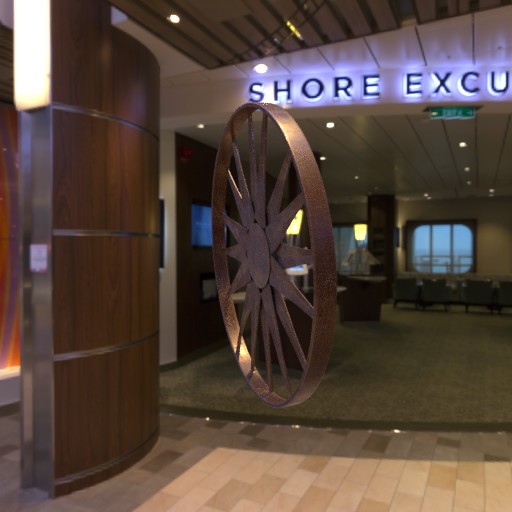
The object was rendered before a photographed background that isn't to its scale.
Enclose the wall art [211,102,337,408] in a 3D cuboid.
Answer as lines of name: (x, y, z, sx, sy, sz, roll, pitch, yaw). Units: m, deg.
wall art: (0.000, 0.000, 0.888, 0.084, 0.583, 0.582, 0, 1, -19)
